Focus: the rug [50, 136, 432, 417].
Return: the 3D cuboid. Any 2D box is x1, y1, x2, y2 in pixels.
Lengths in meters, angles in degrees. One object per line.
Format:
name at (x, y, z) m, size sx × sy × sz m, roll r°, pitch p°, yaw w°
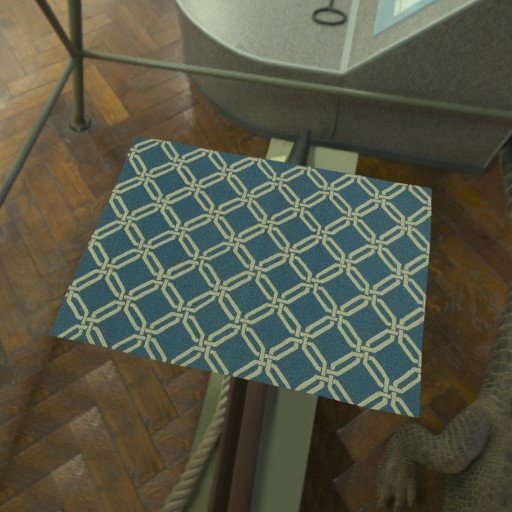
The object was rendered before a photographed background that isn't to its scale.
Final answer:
rug at (0.000, 0.000, 2.786) m, size 2.135 × 0.013 × 1.524 m, roll 11°, pitch 65°, yaw 5°
